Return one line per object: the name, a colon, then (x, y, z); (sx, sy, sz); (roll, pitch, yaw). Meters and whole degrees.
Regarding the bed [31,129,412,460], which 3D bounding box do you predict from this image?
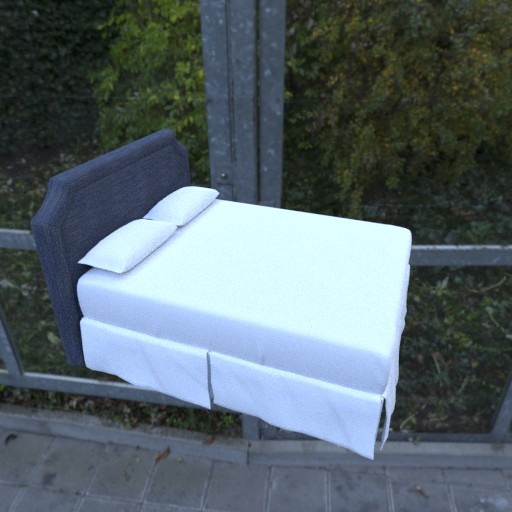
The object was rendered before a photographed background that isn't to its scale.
bed: (0.000, 0.000, 3.065); (2.116, 1.290, 1.693); (11, 31, 18)
